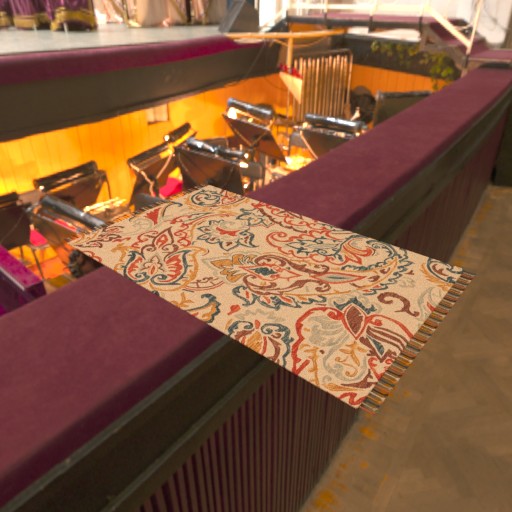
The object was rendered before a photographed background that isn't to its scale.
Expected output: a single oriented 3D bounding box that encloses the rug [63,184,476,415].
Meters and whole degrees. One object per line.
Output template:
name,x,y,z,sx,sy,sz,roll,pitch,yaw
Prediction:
rug,0.000,0.000,3.179,2.584,0.010,1.523,23,37,33
